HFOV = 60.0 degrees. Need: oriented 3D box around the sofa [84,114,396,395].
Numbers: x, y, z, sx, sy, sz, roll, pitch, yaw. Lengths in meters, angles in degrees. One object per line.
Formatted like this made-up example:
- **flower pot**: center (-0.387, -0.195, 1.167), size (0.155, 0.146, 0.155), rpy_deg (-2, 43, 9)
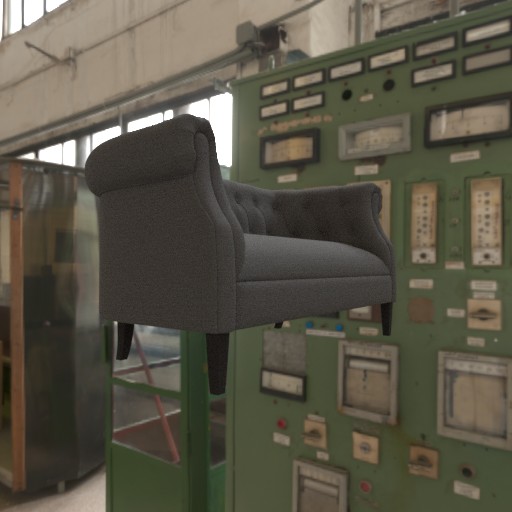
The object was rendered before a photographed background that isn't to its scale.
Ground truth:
- **sofa**: center (0.000, 0.000, 2.040), size (0.835, 0.827, 1.558), rpy_deg (-1, -2, 37)
